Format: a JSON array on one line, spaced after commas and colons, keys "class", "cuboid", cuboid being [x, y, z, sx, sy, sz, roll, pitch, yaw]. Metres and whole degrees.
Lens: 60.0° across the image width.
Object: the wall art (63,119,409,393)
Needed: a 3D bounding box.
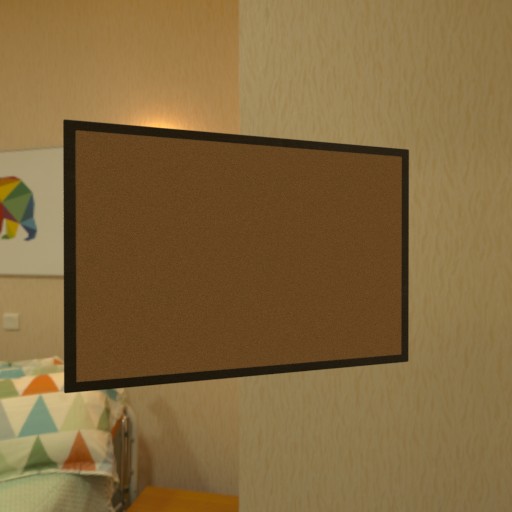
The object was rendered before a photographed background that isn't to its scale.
[{"class": "wall art", "cuboid": [0.000, 0.000, 1.145, 0.912, 0.612, 0.038, 0, 0, -18]}]
